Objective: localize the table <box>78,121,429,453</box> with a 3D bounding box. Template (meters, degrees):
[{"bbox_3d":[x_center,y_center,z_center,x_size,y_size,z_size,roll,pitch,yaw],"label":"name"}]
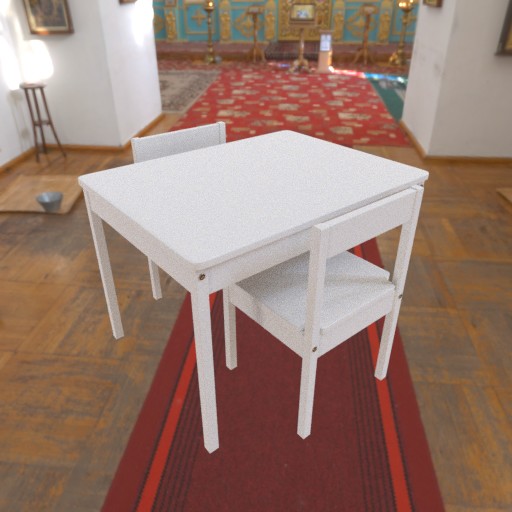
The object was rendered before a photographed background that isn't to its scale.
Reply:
[{"bbox_3d":[0.000,0.000,1.120,0.650,0.503,0.672,-22,37,-33],"label":"table"}]
